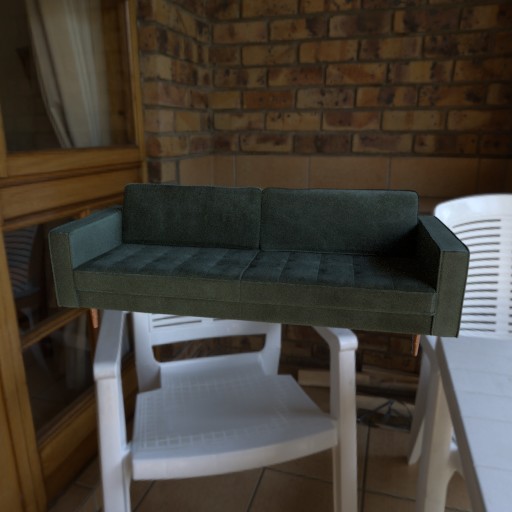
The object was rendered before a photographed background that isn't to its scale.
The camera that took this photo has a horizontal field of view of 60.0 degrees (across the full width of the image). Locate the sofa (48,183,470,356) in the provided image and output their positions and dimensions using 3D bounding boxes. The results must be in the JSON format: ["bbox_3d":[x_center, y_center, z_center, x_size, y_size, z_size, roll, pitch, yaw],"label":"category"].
[{"bbox_3d":[0.000,0.000,2.682,2.214,0.781,0.886,3,16,10],"label":"sofa"}]
